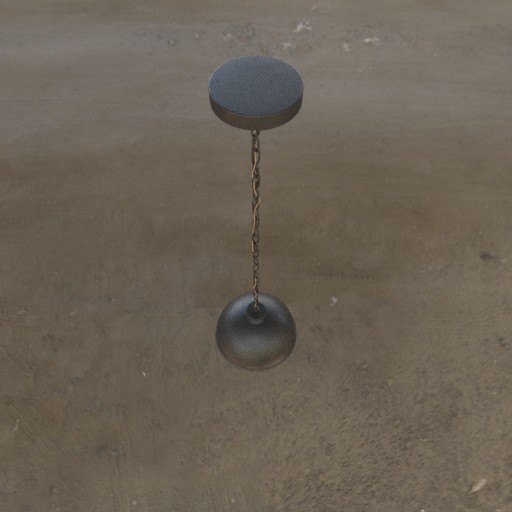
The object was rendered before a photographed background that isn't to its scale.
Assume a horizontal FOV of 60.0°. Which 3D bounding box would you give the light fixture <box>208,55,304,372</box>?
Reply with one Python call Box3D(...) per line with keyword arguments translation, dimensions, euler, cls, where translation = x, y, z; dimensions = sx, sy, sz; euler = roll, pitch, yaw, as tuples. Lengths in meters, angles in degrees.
Box3D(translation=(0.000, 0.000, 1.205), dimensions=(0.304, 1.090, 0.304), euler=(-32, 63, -18), cls="light fixture")
